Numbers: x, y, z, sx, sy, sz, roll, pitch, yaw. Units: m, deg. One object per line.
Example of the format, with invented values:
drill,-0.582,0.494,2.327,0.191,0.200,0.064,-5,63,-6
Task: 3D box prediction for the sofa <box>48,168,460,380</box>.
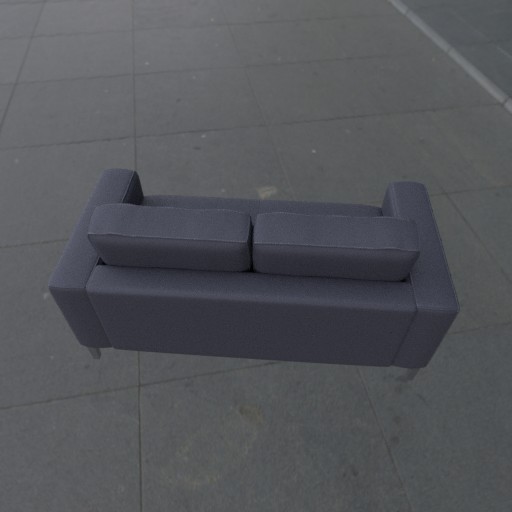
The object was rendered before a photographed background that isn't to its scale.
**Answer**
sofa,0.000,0.000,2.201,1.726,0.893,0.833,3,48,3
